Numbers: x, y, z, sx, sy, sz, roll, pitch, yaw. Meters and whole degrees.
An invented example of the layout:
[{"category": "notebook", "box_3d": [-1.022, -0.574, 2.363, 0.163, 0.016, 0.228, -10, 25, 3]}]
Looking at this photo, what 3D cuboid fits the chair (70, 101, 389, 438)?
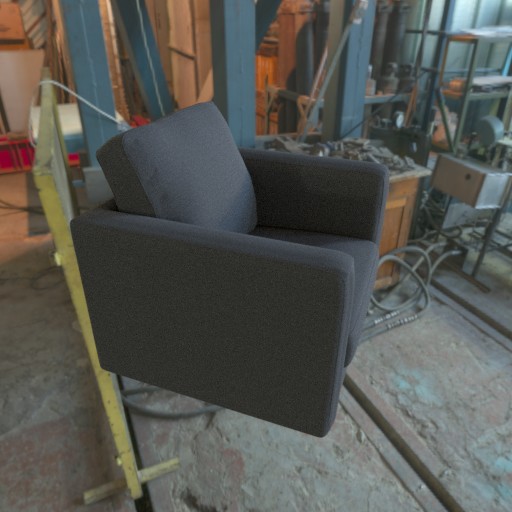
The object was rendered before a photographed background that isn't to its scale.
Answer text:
[{"category": "chair", "box_3d": [0.000, 0.000, 1.537, 0.800, 0.927, 0.854, 11, 31, 18]}]
